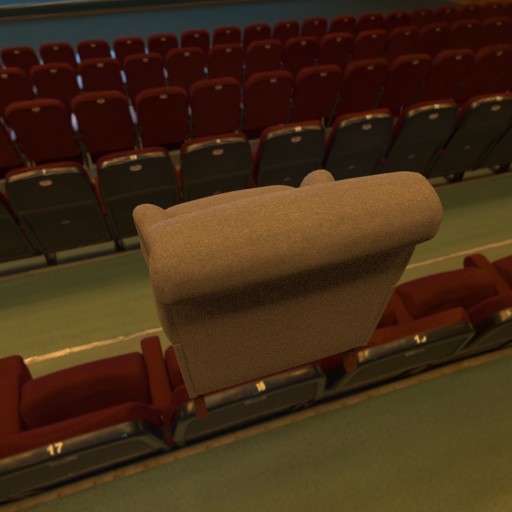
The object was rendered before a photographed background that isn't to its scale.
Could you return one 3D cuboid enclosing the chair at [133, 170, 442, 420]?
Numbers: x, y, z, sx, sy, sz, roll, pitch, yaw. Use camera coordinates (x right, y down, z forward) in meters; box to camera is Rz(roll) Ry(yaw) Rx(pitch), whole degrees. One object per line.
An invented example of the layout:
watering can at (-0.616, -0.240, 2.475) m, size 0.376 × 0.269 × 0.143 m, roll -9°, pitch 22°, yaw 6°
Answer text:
chair at (0.000, 0.000, 1.579) m, size 0.766 × 0.942 × 0.843 m, roll -13°, pitch 45°, yaw -13°
